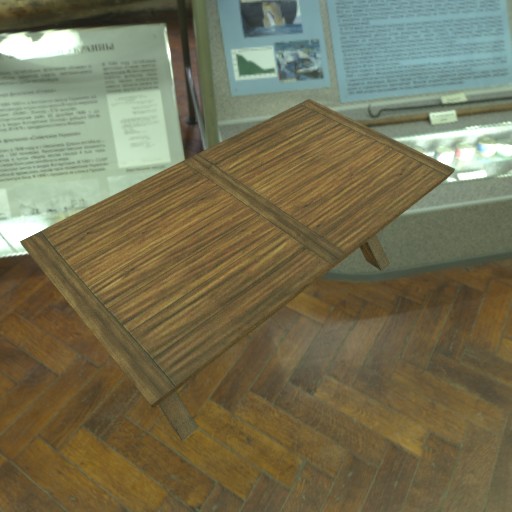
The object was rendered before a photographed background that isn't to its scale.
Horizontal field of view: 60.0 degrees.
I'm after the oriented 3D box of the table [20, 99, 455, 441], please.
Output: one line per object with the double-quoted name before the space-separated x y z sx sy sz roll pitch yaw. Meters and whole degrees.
"table" 0.000 0.000 2.511 1.966 0.793 1.071 -34 56 -28
